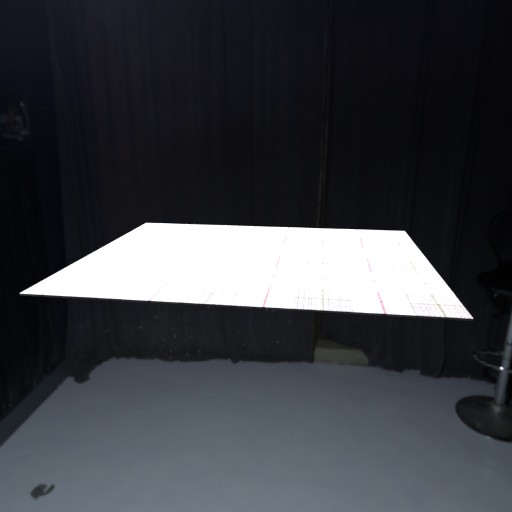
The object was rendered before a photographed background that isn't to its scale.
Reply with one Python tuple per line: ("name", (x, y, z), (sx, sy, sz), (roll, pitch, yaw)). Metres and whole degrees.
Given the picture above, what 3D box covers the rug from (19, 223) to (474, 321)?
("rug", (0.000, 0.000, 3.951), (2.959, 0.016, 2.317), (2, 17, 8))
